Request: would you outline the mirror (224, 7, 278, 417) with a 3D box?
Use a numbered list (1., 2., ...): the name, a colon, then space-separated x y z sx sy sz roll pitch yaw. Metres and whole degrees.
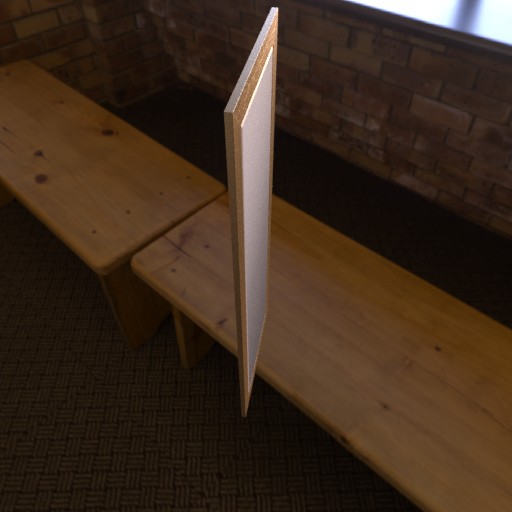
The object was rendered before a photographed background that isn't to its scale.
1. mirror: 0.000 0.000 2.228 0.025 2.031 0.812 8 48 7
